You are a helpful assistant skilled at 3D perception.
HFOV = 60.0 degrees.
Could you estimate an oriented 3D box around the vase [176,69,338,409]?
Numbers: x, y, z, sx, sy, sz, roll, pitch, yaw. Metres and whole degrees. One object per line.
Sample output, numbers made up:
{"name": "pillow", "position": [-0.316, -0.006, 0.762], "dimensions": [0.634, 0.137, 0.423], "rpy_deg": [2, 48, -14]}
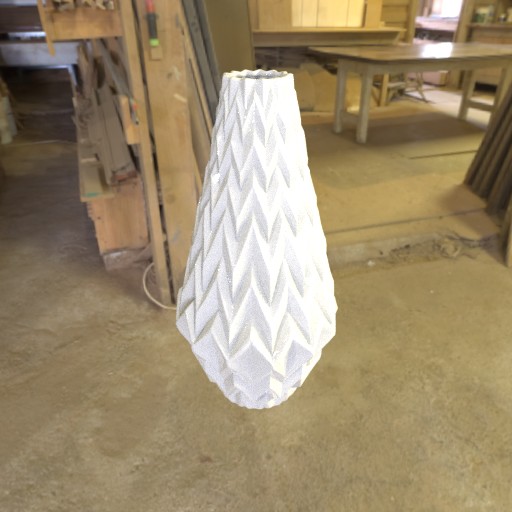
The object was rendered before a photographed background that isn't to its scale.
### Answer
{"name": "vase", "position": [0.000, 0.000, 0.428], "dimensions": [0.167, 0.328, 0.167], "rpy_deg": [0, 30, 0]}
